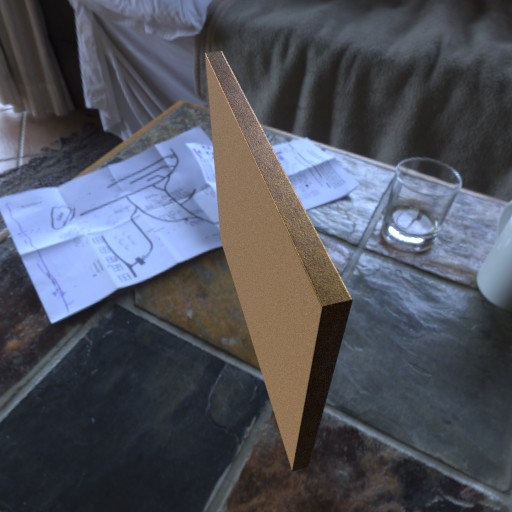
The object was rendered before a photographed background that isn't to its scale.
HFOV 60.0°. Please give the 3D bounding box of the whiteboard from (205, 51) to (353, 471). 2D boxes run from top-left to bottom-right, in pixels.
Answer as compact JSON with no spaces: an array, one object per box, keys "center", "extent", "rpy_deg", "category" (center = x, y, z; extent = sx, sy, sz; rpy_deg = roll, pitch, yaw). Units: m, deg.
[{"center":[0.000,0.000,0.752],"extent":[0.029,0.457,0.561],"rpy_deg":[-11,48,-10],"category":"whiteboard"}]
